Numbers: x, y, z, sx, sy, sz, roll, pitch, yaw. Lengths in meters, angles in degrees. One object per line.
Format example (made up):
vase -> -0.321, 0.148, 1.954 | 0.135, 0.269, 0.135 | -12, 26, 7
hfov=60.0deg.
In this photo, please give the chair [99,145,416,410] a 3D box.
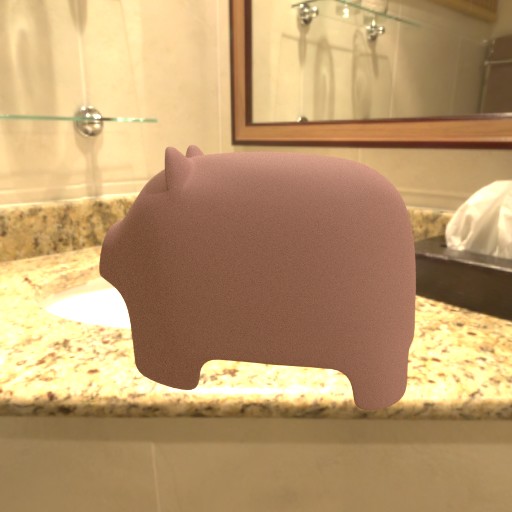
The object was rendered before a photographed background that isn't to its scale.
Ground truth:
chair -> 0.000, 0.000, 0.878 | 0.619, 0.423, 0.364 | 2, 15, 9
